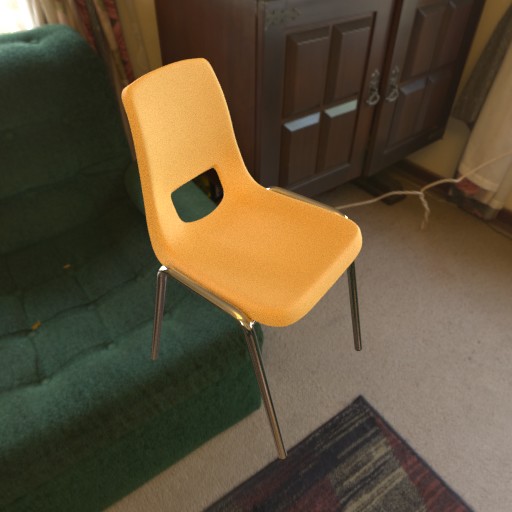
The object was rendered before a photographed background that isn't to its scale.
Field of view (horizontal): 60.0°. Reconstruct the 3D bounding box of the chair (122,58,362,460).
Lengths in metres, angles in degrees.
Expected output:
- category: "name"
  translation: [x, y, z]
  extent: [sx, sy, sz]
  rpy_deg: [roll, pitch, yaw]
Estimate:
- category: "chair"
  translation: [0.000, 0.000, 0.945]
  extent: [0.436, 0.704, 0.381]
  rpy_deg: [26, 48, 27]
